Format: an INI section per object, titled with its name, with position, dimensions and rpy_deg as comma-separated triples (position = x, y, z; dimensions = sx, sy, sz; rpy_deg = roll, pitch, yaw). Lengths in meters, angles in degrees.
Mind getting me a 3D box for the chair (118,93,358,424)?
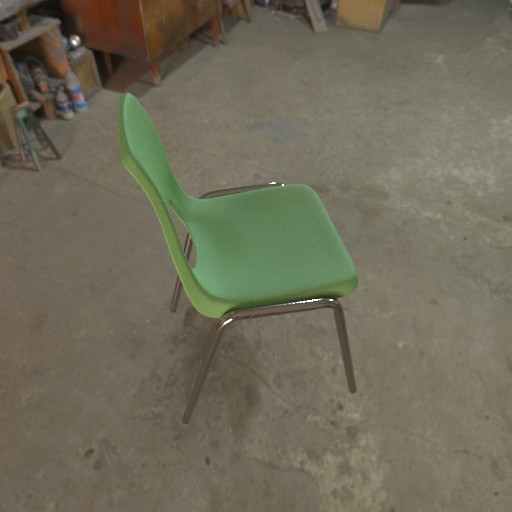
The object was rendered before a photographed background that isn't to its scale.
[chair]
position = 0.000, 0.000, 0.953
dimensions = 0.436, 0.704, 0.381
rpy_deg = -9, 47, -9
